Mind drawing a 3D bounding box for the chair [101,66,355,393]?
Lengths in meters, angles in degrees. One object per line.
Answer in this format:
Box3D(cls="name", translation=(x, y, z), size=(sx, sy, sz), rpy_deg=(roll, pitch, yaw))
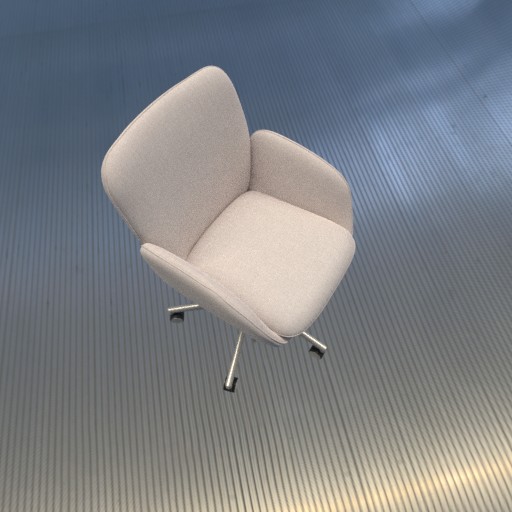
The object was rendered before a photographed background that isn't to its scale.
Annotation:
Box3D(cls="chair", translation=(0.000, 0.000, 1.431), size=(0.633, 0.959, 0.648), rpy_deg=(29, 63, 17))
